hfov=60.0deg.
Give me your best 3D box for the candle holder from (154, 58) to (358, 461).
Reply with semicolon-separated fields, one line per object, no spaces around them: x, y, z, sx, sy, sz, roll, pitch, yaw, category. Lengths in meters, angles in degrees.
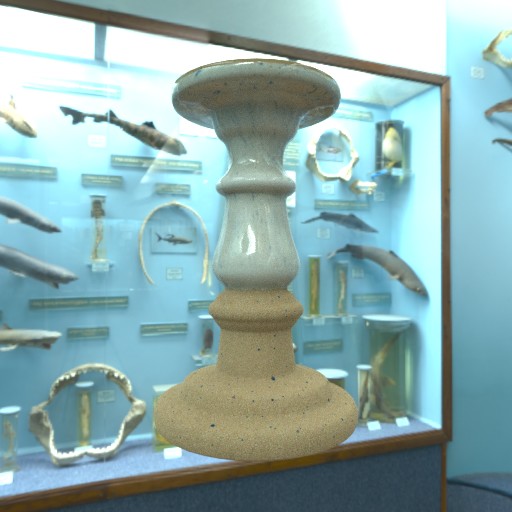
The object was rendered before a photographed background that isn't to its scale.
0.000;0.000;0.275;0.123;0.202;0.123;0;0;0;candle holder
